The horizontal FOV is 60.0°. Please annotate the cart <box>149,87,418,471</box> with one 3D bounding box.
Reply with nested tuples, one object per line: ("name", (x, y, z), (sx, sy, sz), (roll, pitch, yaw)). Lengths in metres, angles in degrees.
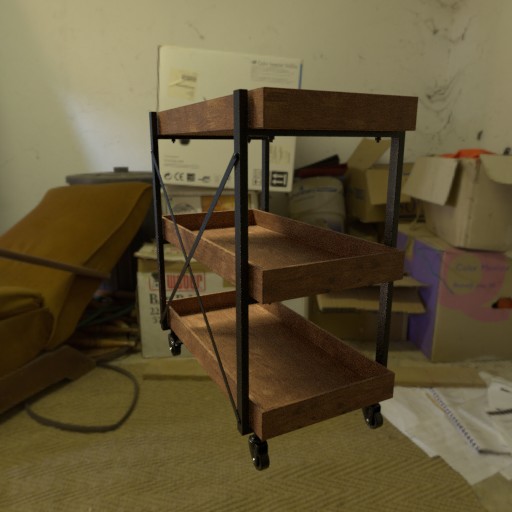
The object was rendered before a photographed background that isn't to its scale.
("cart", (0.000, 0.000, 1.249), (0.411, 0.800, 0.750), (-7, 16, -26))
